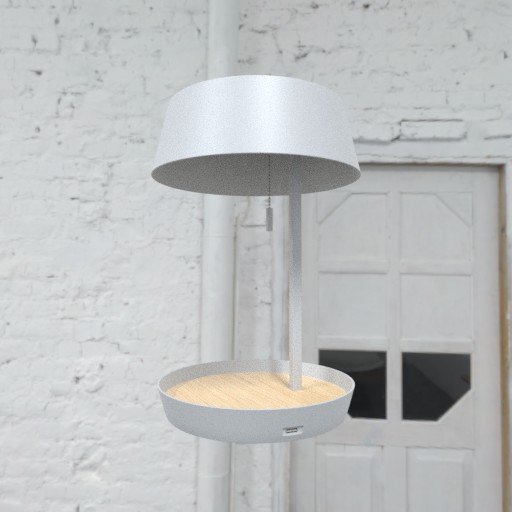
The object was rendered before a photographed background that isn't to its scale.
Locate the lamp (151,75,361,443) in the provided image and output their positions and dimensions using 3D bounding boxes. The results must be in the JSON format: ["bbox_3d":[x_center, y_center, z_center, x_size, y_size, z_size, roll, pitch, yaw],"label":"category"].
[{"bbox_3d":[0.000,0.000,0.628,0.291,0.429,0.291,0,-2,0],"label":"lamp"}]
